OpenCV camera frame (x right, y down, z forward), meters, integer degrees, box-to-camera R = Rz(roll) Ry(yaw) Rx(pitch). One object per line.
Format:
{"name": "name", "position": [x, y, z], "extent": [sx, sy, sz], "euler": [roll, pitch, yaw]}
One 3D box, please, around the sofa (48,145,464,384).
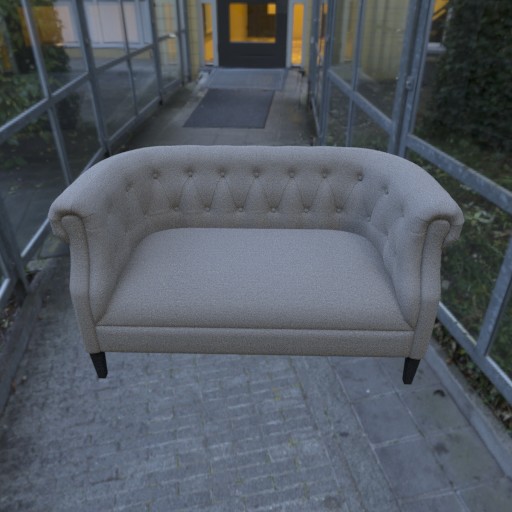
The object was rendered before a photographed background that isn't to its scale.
{"name": "sofa", "position": [0.000, 0.000, 2.052], "extent": [1.558, 0.827, 0.835], "euler": [1, 32, 1]}
